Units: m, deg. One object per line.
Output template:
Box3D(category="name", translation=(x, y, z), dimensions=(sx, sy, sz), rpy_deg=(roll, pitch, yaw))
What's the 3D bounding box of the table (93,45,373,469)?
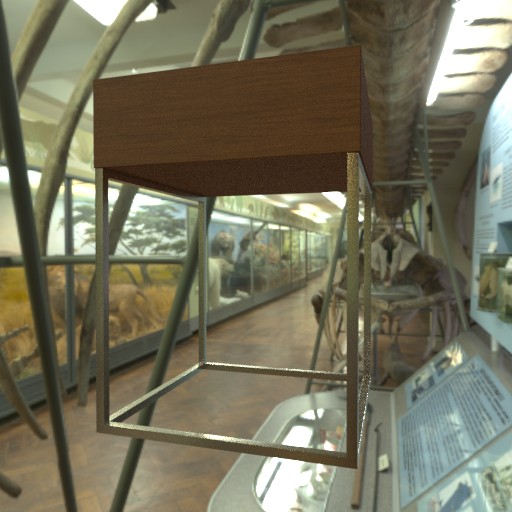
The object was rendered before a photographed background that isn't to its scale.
Box3D(category="table", translation=(0.000, 0.000, 0.810), dimensions=(0.397, 0.540, 0.398), rpy_deg=(0, 1, 17))
